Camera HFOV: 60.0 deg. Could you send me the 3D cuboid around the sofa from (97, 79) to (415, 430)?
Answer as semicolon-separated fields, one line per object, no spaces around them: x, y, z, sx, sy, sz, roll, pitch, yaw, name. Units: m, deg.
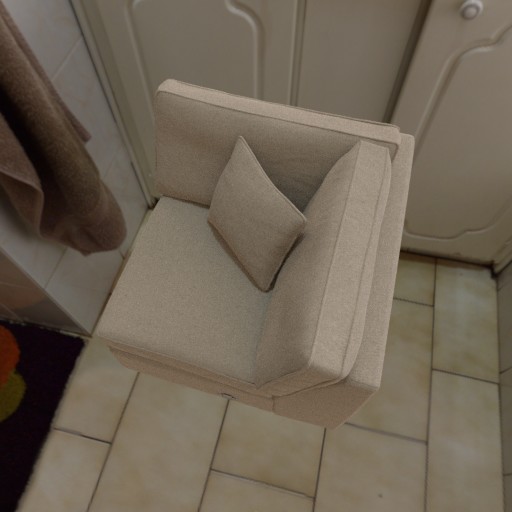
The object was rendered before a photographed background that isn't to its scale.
0.000;0.000;1.940;1.084;1.002;1.146;14;61;8;sofa
